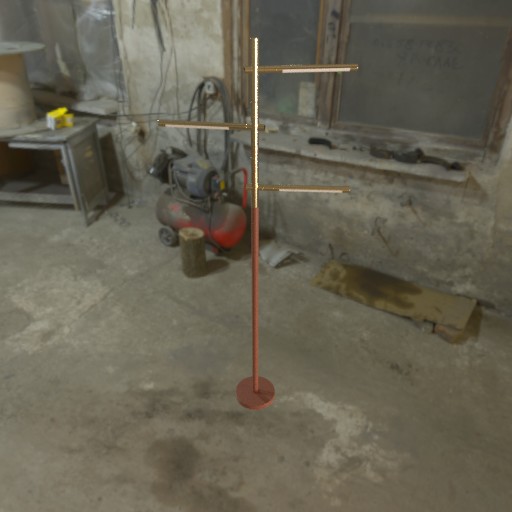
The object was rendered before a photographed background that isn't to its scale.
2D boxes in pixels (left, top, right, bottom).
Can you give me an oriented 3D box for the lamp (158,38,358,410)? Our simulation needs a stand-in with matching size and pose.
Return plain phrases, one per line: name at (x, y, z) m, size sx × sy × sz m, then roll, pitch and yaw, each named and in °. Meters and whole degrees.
lamp at (0.000, 0.000, 1.926) m, size 0.737 × 1.704 × 0.209 m, roll -2°, pitch 31°, yaw -3°
